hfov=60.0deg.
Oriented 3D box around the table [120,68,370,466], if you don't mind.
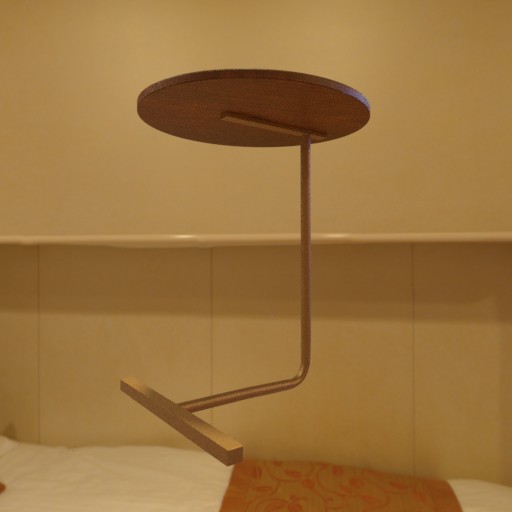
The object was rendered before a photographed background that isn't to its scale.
[{"bbox_3d":[0.000,0.000,1.104,0.577,0.706,0.530,0,1,-36],"label":"table"}]
